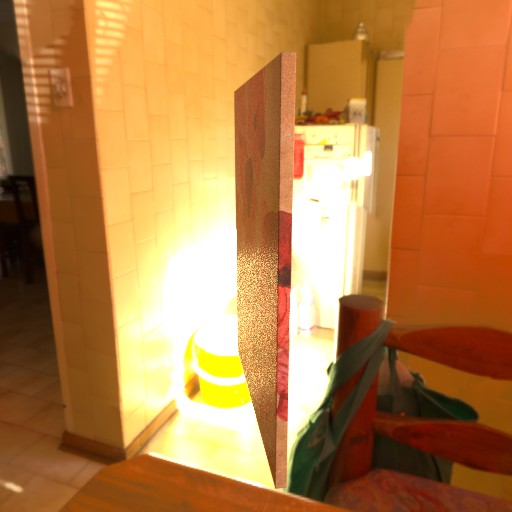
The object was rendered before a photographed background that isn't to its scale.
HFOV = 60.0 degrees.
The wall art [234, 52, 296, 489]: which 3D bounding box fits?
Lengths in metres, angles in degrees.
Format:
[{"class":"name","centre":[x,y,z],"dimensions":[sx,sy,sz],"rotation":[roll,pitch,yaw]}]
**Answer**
[{"class":"wall art","centre":[0.000,0.000,1.350],"dimensions":[0.031,1.015,0.762],"rotation":[-2,15,-9]}]
